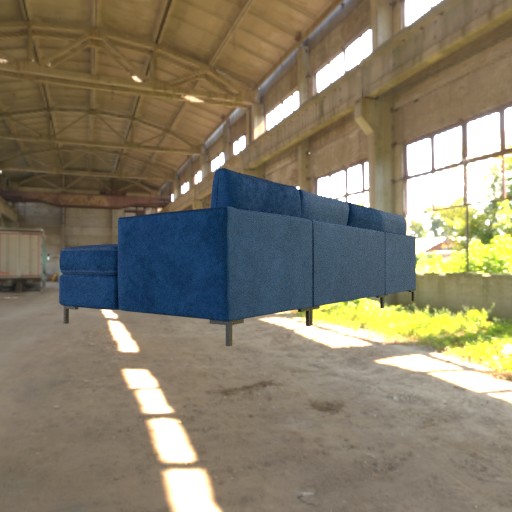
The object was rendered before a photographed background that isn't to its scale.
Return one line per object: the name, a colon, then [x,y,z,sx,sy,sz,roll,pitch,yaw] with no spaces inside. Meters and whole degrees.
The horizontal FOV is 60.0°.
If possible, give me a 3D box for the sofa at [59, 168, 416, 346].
sofa: [0.000,0.000,4.246,2.055,0.992,3.434,-1,-1,35]
